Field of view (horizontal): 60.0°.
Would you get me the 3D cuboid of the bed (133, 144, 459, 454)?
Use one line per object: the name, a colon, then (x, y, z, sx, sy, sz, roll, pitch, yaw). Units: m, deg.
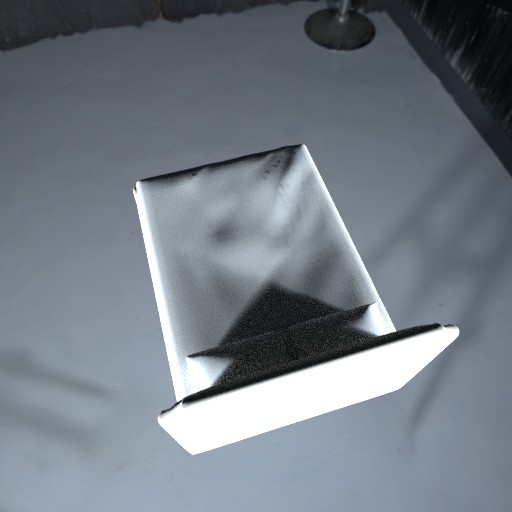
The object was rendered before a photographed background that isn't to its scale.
bed: (0.000, 0.000, 3.427, 1.712, 1.443, 2.365, -14, 60, -8)
